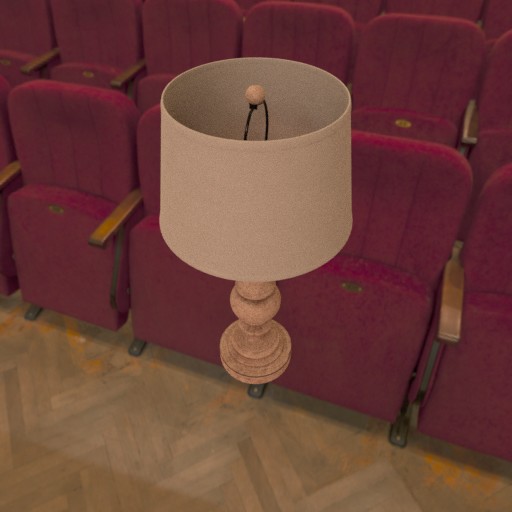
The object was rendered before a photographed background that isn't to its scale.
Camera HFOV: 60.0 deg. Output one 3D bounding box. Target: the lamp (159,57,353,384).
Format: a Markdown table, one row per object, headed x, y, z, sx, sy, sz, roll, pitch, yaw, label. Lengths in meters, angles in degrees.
| x | y | z | sx | sy | sz | roll | pitch | yaw | label |
| --- | --- | --- | --- | --- | --- | --- | --- | --- | --- |
| 0.000 | 0.000 | 0.868 | 0.340 | 0.678 | 0.340 | 0 | 45 | 0 | lamp |
